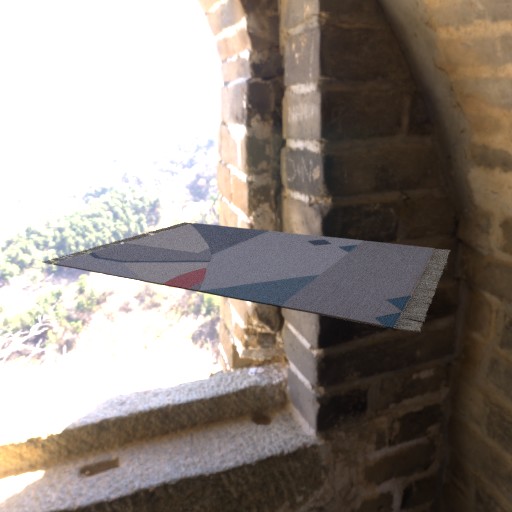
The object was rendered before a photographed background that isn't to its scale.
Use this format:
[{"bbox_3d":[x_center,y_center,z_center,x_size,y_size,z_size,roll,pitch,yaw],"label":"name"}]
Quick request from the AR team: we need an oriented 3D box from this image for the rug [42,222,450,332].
[{"bbox_3d":[0.000,0.000,2.363,1.828,0.005,1.220,8,17,26],"label":"rug"}]
